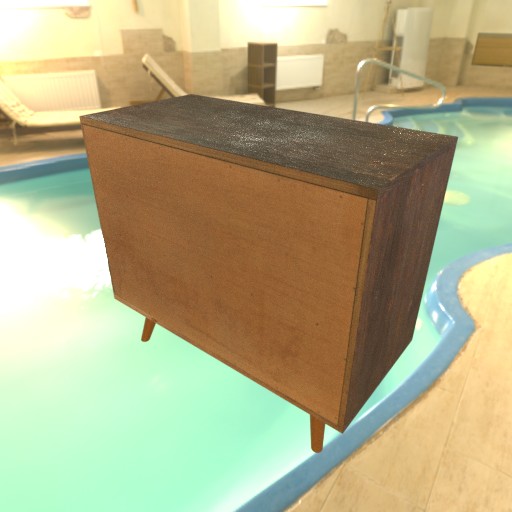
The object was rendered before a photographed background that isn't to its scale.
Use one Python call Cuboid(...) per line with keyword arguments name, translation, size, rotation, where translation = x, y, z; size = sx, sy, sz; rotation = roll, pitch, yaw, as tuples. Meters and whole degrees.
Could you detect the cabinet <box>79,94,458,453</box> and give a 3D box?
Cuboid(name="cabinet", translation=(0.000, 0.000, 1.534), size=(1.023, 0.897, 0.529), rotation=(22, 36, 33))
